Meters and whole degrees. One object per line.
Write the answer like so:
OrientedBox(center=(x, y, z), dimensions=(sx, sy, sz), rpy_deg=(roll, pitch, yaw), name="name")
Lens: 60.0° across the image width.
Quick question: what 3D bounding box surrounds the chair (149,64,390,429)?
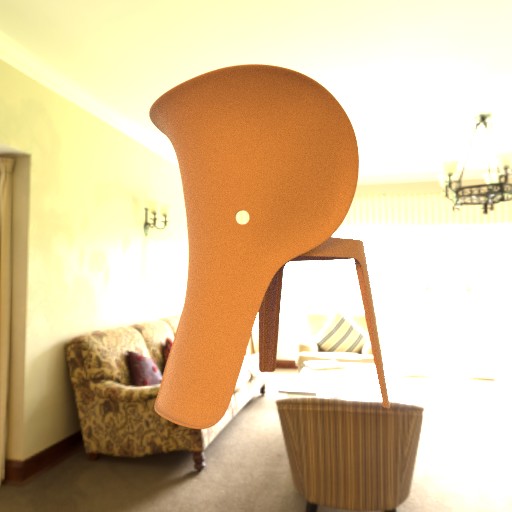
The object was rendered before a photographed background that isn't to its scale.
OrientedBox(center=(0.000, 0.000, 0.866), dimensions=(0.402, 0.554, 0.451), rpy_deg=(2, -3, -36), name="chair")
